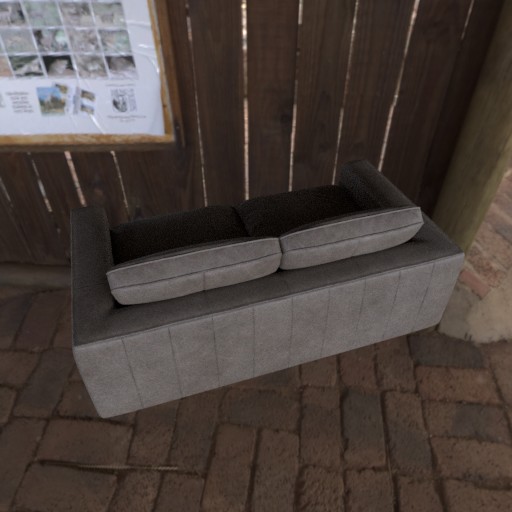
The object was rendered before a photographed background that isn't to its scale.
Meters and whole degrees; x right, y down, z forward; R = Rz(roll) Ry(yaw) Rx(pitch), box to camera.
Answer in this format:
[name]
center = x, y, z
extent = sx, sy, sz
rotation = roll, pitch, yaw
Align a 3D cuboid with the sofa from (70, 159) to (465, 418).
[sofa]
center = 0.000, 0.000, 2.491
extent = 1.920, 0.800, 1.070
rotation = -12, 43, -14
